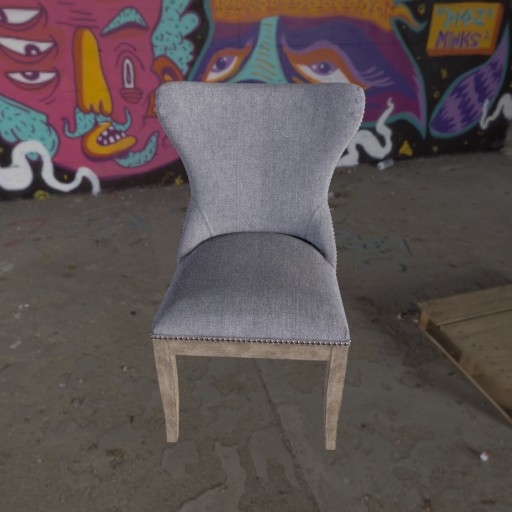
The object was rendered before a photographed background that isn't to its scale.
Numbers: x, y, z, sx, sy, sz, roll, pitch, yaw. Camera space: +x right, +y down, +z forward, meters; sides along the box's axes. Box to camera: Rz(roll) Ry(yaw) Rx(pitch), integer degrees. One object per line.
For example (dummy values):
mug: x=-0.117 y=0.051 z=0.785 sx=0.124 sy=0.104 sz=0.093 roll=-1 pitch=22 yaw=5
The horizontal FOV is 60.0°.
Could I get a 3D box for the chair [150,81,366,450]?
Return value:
chair: x=0.000 y=0.000 z=1.441 sx=0.654 sy=1.002 sz=0.681 roll=2 pitch=30 yaw=3
